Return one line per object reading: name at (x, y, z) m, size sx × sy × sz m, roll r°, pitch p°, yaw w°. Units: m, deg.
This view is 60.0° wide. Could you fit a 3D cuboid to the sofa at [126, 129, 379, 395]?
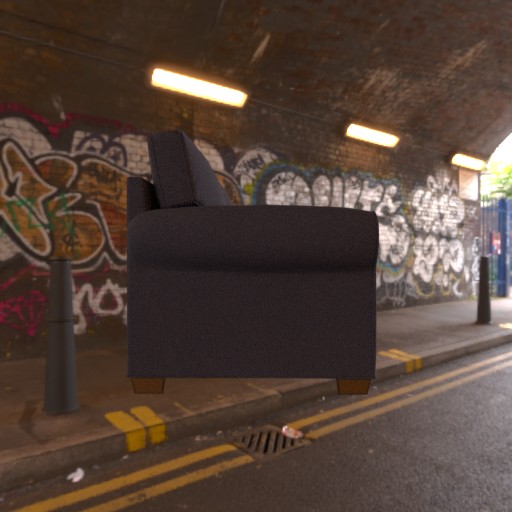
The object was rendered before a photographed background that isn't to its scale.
sofa at (0.000, 0.000, 2.546) m, size 0.951 × 1.031 × 2.009 m, roll 0°, pitch 0°, yaw 1°
